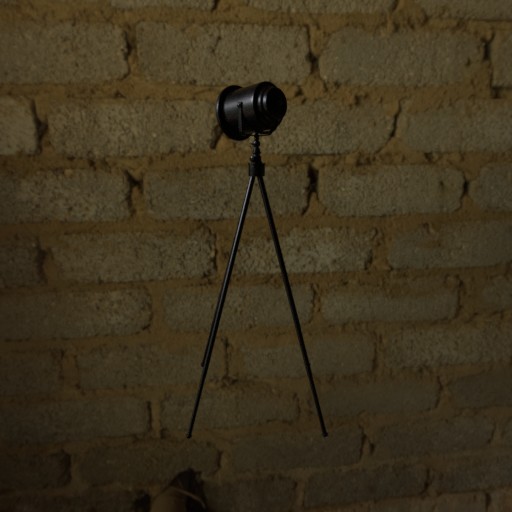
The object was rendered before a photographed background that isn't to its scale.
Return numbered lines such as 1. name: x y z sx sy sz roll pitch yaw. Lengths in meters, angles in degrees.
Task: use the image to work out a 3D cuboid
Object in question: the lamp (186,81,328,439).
1. lamp: 0.000 0.000 2.053 0.884 1.504 0.879 15 22 42
